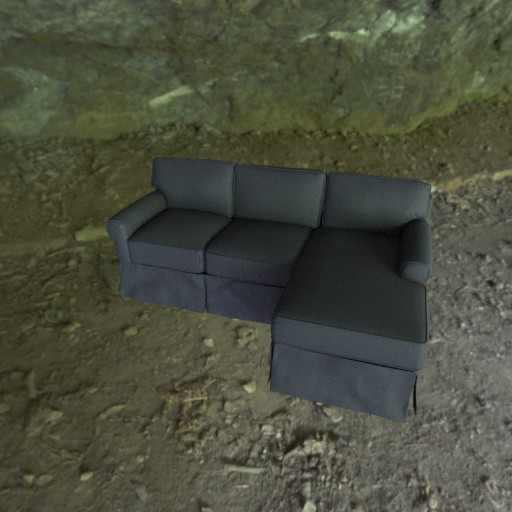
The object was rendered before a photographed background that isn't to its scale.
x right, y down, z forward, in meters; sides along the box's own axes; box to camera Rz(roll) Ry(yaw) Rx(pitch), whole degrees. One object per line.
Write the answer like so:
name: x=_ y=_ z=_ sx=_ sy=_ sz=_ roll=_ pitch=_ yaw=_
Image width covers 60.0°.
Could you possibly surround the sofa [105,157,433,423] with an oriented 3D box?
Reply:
sofa: x=0.000 y=0.000 z=3.363 sx=2.518 sy=1.039 sz=1.637 roll=9 pitch=29 yaw=16
